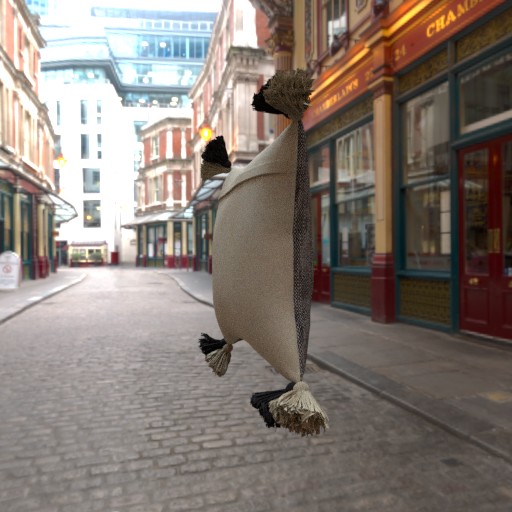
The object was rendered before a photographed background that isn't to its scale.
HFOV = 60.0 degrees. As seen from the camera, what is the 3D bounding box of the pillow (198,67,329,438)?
[{"bbox_3d":[0.000,0.000,1.004,0.170,0.659,0.654,0,-1,-18],"label":"pillow"}]
